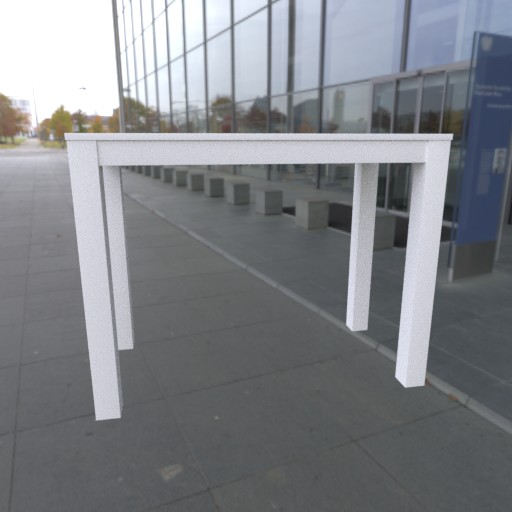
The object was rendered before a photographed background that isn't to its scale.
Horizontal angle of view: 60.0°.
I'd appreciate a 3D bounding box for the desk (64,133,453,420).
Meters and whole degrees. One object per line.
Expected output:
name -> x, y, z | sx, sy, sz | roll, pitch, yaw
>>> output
desk -> 0.000, 0.000, 1.442 | 0.990, 0.762, 0.497 | -3, 15, -10
